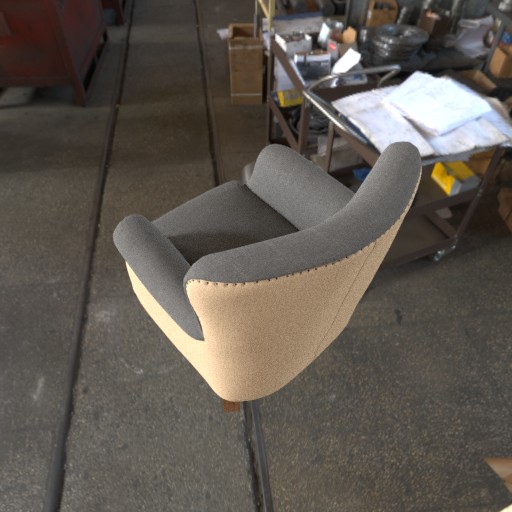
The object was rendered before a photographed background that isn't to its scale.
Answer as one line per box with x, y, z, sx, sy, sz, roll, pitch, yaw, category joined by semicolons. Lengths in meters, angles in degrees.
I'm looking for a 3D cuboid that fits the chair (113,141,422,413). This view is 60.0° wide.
0.000;0.000;1.665;0.861;0.936;0.921;-33;55;-27;chair
